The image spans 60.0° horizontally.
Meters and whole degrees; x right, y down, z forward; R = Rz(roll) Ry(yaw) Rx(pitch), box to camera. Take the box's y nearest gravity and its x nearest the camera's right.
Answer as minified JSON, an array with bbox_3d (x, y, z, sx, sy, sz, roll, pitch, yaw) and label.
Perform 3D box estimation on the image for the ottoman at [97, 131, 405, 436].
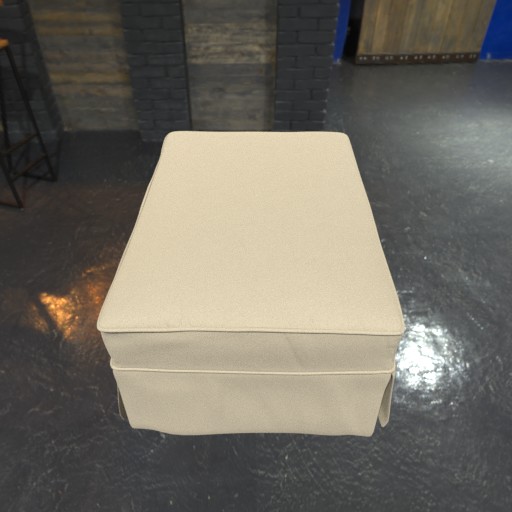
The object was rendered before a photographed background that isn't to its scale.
[{"bbox_3d":[0.000,0.000,1.367,0.721,0.482,0.959,1,42,1],"label":"ottoman"}]
